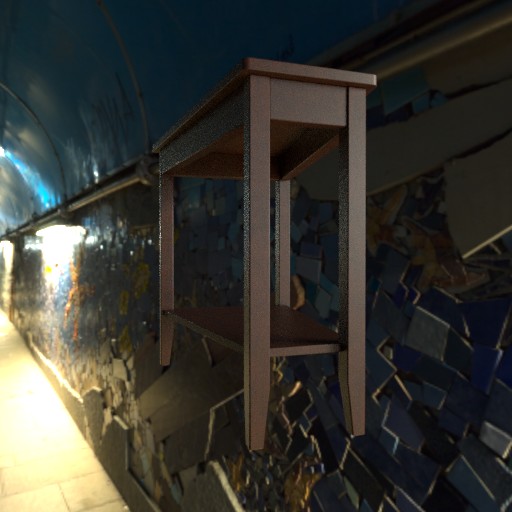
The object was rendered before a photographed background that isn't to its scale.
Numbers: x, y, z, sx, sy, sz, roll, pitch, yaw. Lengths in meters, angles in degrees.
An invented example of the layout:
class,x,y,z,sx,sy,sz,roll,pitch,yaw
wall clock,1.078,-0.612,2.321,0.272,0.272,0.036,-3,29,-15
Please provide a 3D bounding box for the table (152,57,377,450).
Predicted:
class,x,y,z,sx,sy,sz,roll,pitch,yaw
table,0.000,0.000,0.972,0.399,0.589,0.605,0,1,-17
